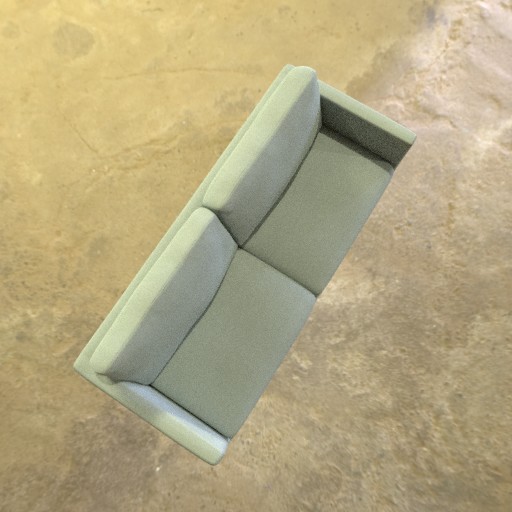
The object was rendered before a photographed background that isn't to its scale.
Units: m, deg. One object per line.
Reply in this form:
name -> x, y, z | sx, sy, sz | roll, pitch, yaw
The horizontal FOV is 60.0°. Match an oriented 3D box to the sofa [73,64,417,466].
sofa -> 0.000, 0.000, 2.750 | 0.951, 0.965, 2.208 | 32, 79, 7
